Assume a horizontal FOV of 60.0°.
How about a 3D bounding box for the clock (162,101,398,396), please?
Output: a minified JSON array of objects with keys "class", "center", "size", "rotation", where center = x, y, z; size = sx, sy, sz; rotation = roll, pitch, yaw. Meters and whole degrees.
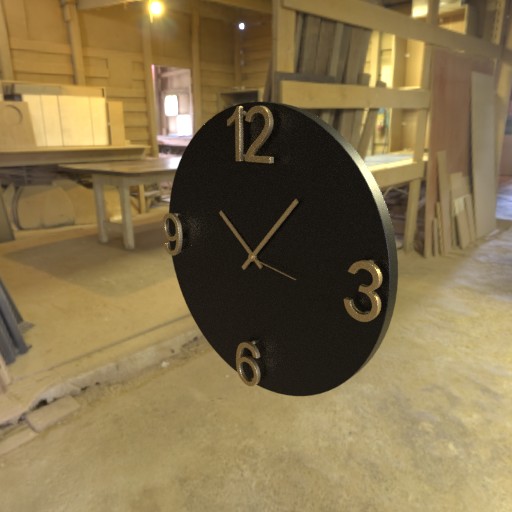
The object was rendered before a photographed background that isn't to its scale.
[{"class":"clock","center":[0.000,0.000,0.690],"size":[0.454,0.454,0.038],"rotation":[15,23,42]}]
